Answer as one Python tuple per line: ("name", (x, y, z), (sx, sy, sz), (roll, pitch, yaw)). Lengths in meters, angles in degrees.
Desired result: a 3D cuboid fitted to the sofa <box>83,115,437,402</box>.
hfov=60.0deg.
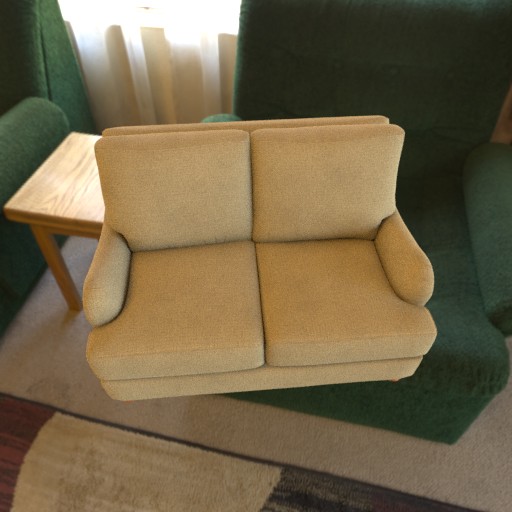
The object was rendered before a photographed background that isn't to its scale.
("sofa", (0.000, 0.000, 2.144), (1.480, 0.999, 1.087), (-4, 47, -3))
